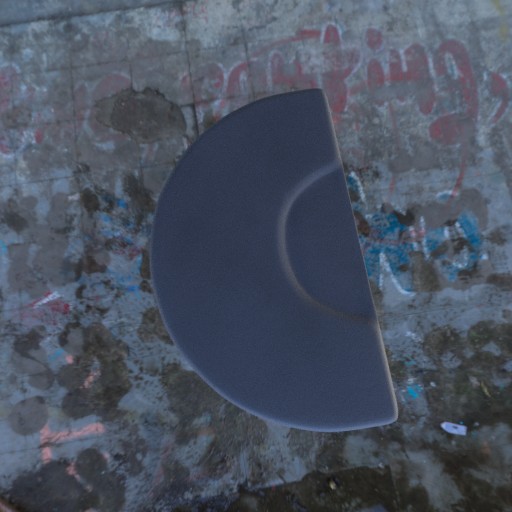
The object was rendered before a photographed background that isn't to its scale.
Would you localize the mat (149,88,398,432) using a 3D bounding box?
[{"bbox_3d":[0.000,0.000,1.912,0.917,0.016,1.525,-9,77,-2],"label":"mat"}]
